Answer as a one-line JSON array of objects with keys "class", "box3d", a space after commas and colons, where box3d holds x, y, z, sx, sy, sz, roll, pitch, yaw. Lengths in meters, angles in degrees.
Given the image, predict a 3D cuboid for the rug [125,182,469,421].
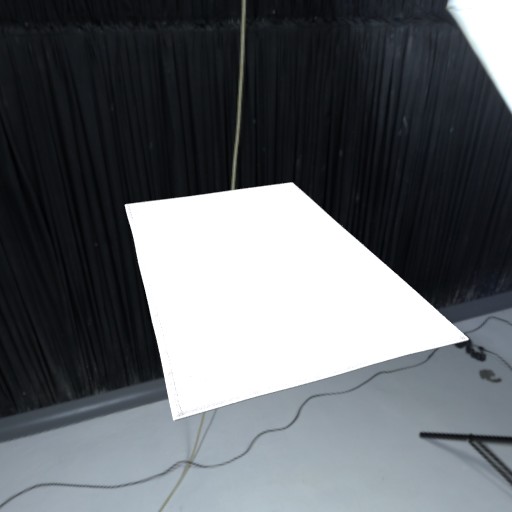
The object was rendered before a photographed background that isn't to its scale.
[{"class": "rug", "box3d": [0.000, 0.000, 3.572, 1.819, 0.018, 2.746, -10, 32, -16]}]
